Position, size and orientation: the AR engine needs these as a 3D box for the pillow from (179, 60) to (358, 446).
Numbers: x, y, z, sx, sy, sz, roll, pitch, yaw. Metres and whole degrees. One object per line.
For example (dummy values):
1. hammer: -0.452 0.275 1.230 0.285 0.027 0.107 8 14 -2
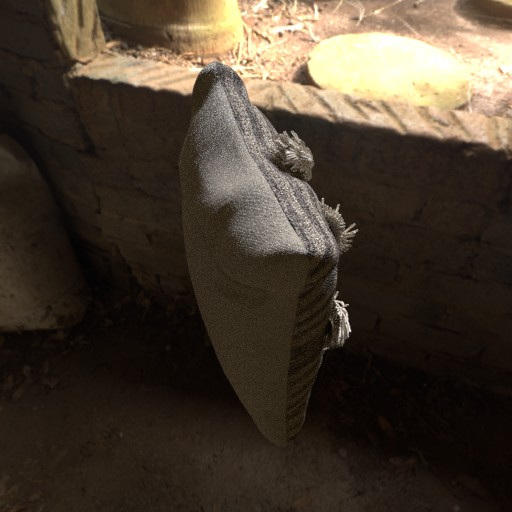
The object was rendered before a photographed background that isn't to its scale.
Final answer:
1. pillow: 0.000 0.000 0.766 0.234 0.490 0.484 -11 47 -10
